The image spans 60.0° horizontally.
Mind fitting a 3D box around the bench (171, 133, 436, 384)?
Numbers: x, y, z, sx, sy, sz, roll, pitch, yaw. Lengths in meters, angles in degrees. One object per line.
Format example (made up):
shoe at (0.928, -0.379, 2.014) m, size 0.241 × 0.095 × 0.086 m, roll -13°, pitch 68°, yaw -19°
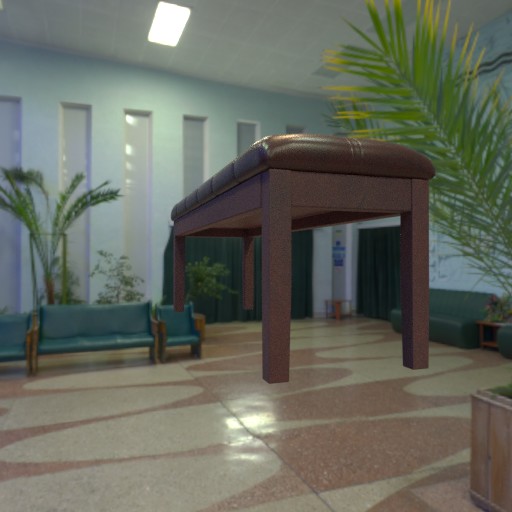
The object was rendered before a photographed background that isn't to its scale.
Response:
bench at (0.000, 0.000, 1.472) m, size 0.401 × 0.491 × 1.259 m, roll 0°, pitch 0°, yaw -19°
